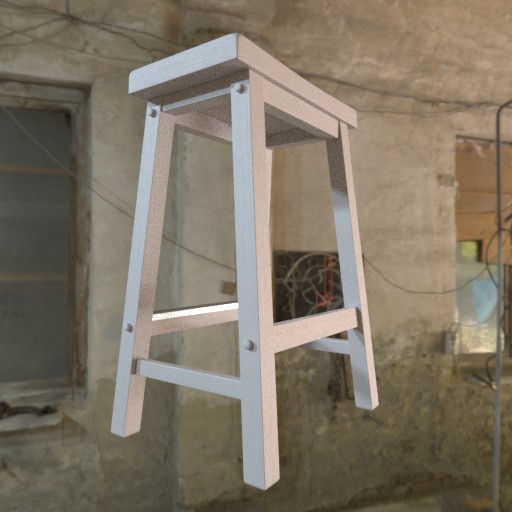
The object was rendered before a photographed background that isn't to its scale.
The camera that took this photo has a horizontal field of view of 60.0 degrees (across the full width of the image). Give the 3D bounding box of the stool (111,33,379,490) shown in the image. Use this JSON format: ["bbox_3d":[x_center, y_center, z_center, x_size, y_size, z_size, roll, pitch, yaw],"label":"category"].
[{"bbox_3d":[0.000,0.000,0.831,0.322,0.610,0.406,0,0,36],"label":"stool"}]
